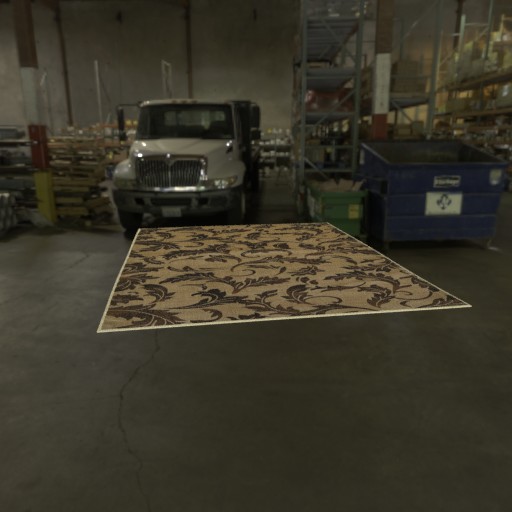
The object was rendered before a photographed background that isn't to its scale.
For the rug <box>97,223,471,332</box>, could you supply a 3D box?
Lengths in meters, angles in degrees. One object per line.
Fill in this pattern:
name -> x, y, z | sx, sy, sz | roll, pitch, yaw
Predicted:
rug -> 0.000, 0.000, 4.133 | 2.380, 0.008, 2.977 | -3, 15, -9
